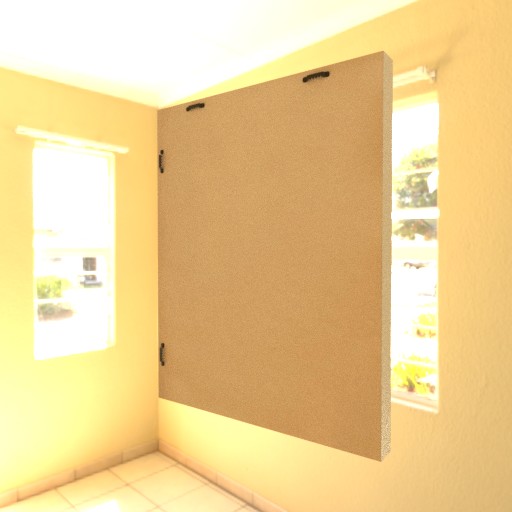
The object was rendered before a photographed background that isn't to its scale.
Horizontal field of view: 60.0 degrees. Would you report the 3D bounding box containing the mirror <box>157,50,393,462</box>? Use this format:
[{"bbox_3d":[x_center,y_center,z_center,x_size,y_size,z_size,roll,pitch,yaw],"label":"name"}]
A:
[{"bbox_3d":[0.000,0.000,0.677,0.405,0.508,0.041,1,1,36],"label":"mirror"}]
